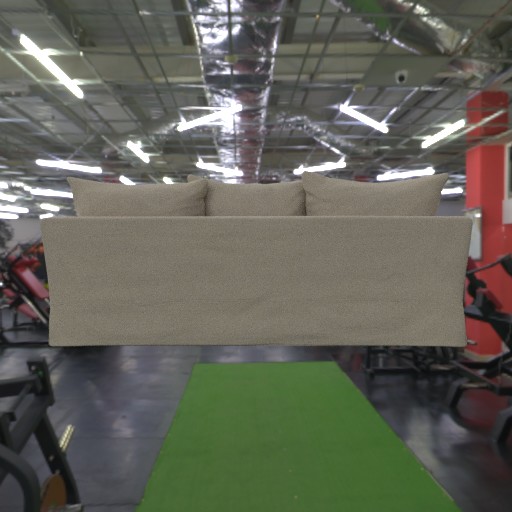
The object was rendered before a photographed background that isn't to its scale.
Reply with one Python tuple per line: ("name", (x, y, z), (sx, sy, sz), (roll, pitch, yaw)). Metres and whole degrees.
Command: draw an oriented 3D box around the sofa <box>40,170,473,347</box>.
("sofa", (0.000, 0.000, 3.025), (2.499, 1.047, 1.046), (0, 0, 0))
